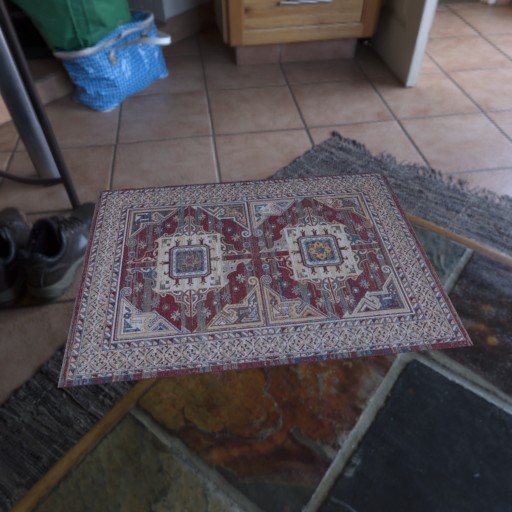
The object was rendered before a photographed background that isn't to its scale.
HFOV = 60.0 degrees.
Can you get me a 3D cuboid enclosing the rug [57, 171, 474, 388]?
[{"bbox_3d":[0.000,0.000,2.880,2.210,0.011,1.599,-5,47,-4],"label":"rug"}]
